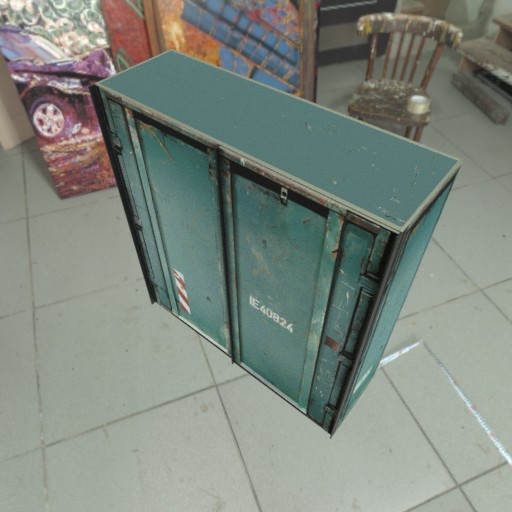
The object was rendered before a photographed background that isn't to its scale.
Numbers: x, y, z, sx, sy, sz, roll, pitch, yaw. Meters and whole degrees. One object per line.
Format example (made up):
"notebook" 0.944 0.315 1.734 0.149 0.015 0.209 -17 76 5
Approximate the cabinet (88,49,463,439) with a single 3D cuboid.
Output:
"cabinet" 0.000 0.000 3.160 2.000 2.160 0.680 31 55 25
